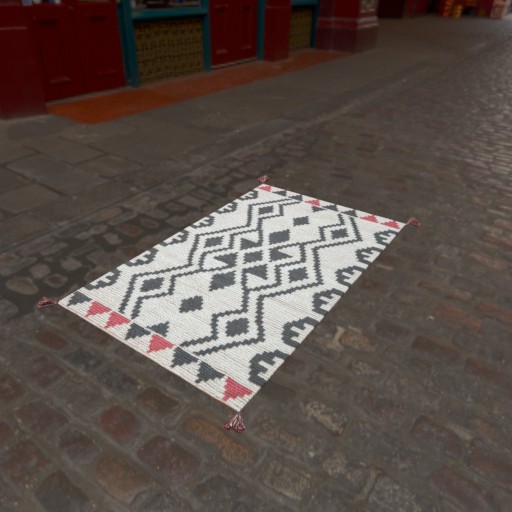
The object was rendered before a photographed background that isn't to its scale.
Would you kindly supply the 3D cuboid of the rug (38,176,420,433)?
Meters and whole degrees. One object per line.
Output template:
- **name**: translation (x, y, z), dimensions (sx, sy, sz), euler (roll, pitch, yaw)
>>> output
- **rug**: translation (0.000, 0.000, 3.413), dimensions (1.741, 0.066, 2.672), euler (21, 38, 29)
